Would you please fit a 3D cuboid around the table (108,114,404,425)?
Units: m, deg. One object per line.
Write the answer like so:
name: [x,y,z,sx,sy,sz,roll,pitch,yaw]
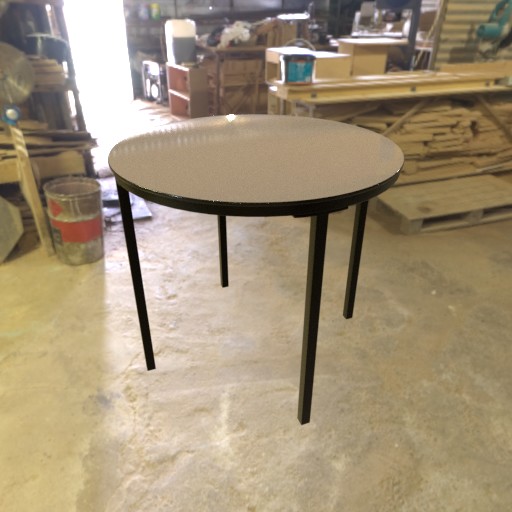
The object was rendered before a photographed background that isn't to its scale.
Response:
table: [0.000,0.000,0.885,0.499,0.443,0.499,0,30,0]
